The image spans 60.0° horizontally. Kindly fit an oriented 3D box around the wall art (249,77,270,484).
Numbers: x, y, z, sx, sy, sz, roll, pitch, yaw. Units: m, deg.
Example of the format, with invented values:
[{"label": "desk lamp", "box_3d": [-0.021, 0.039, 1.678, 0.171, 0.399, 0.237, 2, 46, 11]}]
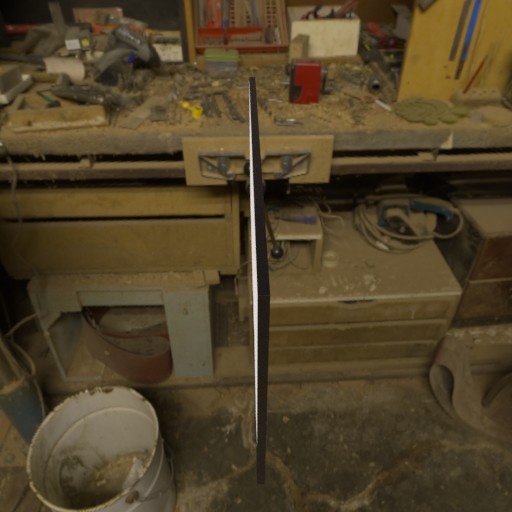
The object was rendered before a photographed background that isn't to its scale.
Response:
[{"label": "wall art", "box_3d": [0.000, 0.000, 1.241, 0.019, 0.660, 0.957, -1, 40, -1]}]
